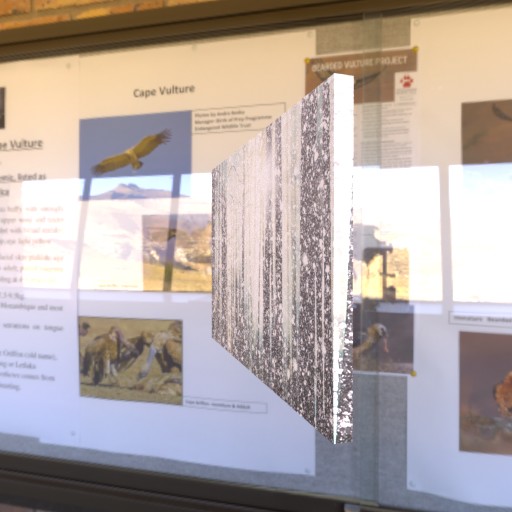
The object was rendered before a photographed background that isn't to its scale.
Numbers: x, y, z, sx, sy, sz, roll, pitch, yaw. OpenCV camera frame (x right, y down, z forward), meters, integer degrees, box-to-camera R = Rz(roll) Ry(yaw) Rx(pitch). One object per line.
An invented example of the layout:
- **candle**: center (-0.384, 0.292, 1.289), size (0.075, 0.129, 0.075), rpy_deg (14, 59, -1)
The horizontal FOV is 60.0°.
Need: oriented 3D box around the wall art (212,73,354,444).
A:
- **wall art**: center (0.000, 0.000, 1.157), size (0.038, 0.598, 0.919), rpy_deg (0, 1, -18)
